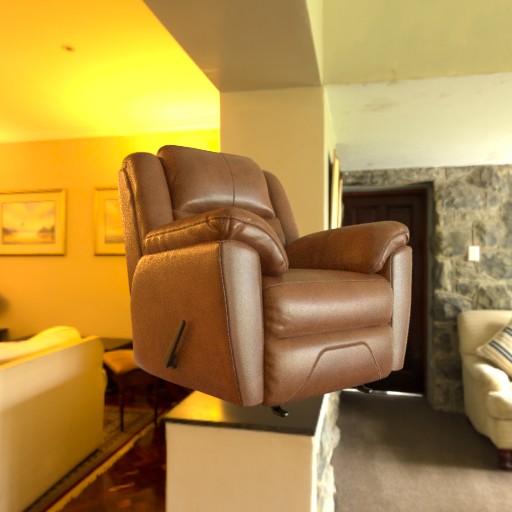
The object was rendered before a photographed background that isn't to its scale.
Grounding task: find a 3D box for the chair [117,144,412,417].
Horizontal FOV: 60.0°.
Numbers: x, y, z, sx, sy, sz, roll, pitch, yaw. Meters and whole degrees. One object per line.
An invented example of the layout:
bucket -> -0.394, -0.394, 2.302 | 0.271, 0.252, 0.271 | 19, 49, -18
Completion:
chair -> 0.000, 0.000, 1.977 | 0.990, 1.093, 1.041 | 0, -1, -37
